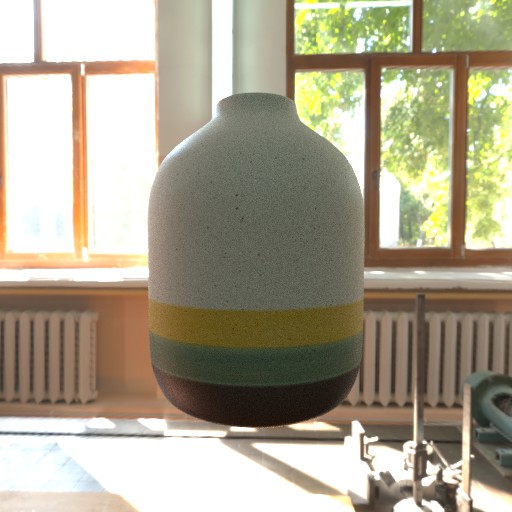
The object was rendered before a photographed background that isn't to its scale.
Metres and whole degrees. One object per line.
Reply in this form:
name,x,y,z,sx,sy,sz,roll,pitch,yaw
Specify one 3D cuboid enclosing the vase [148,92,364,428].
vase,0.000,0.000,0.357,0.169,0.240,0.169,0,2,0
